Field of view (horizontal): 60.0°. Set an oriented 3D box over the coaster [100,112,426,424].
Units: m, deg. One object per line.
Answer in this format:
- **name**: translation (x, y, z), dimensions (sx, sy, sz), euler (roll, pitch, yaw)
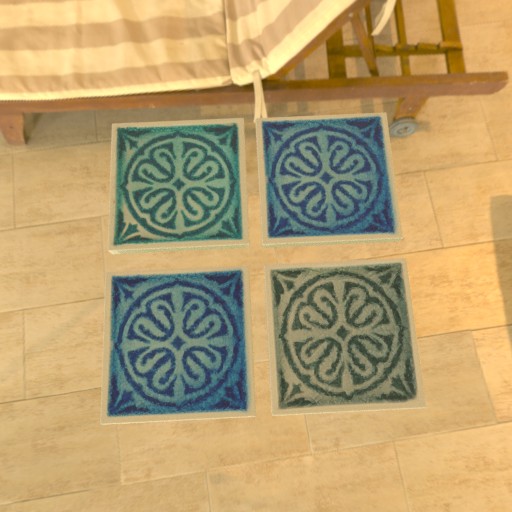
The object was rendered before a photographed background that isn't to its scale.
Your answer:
- **coaster**: translation (0.000, 0.000, 0.322), dimensions (0.214, 0.010, 0.219), euler (-3, 76, -1)
